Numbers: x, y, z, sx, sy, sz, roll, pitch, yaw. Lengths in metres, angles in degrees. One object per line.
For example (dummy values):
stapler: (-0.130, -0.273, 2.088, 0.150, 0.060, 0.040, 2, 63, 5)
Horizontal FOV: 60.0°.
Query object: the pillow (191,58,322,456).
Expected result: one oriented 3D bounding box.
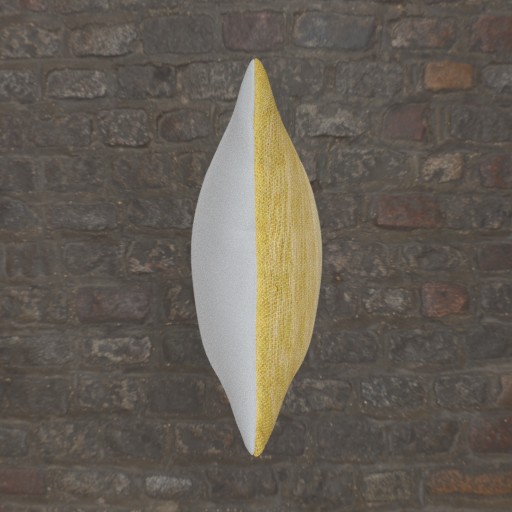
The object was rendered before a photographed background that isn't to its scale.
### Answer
pillow: (0.000, 0.000, 0.717, 0.211, 0.450, 0.450, 0, 90, 0)
